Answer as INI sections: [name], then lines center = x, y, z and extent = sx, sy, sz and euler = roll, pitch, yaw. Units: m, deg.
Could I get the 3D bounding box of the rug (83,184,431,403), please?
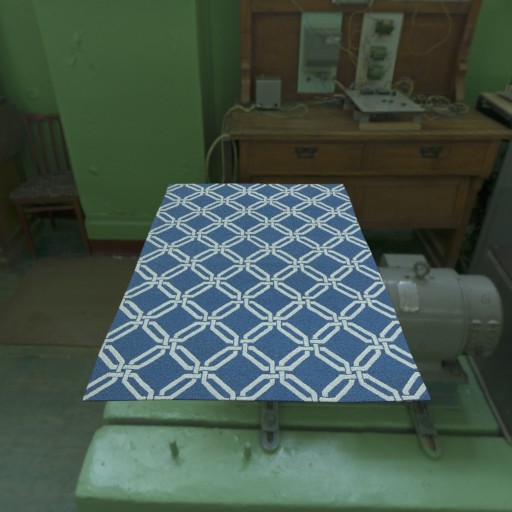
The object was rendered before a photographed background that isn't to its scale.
[rug]
center = 0.000, 0.000, 2.179
extent = 1.153, 0.010, 1.755
euler = 0, 33, 0
